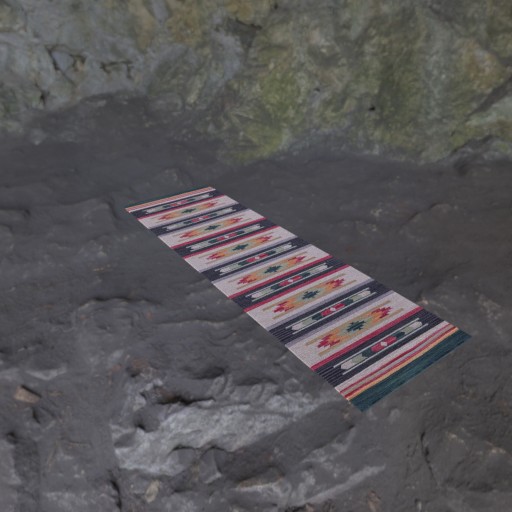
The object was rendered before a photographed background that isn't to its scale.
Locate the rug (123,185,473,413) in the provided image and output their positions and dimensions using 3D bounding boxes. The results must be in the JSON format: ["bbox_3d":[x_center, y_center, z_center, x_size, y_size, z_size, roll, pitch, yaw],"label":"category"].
[{"bbox_3d":[0.000,0.000,2.752,0.760,0.009,2.440,-20,36,-31],"label":"rug"}]
